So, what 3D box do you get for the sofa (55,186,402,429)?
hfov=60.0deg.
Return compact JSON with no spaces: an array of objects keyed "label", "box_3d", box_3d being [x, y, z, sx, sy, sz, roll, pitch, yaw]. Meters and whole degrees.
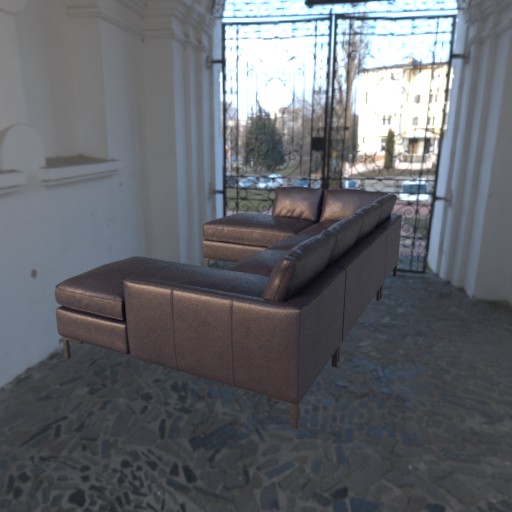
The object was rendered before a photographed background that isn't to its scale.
[{"label":"sofa","box_3d":[0.000,0.000,3.770,1.939,0.900,2.956,7,17,26]}]
